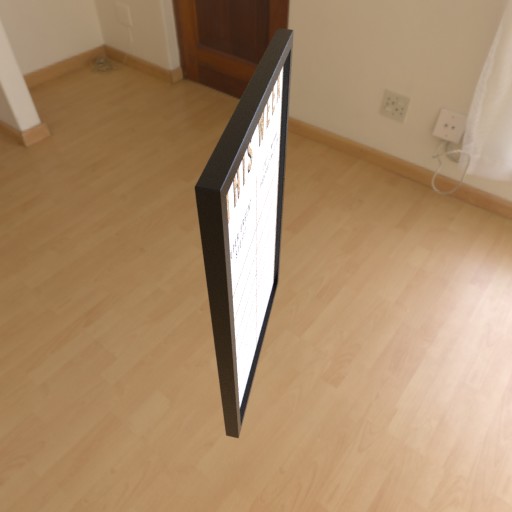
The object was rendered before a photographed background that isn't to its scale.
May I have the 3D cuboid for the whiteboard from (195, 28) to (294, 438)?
[{"bbox_3d":[0.000,0.000,0.776,0.026,0.611,0.406,10,48,9],"label":"whiteboard"}]
